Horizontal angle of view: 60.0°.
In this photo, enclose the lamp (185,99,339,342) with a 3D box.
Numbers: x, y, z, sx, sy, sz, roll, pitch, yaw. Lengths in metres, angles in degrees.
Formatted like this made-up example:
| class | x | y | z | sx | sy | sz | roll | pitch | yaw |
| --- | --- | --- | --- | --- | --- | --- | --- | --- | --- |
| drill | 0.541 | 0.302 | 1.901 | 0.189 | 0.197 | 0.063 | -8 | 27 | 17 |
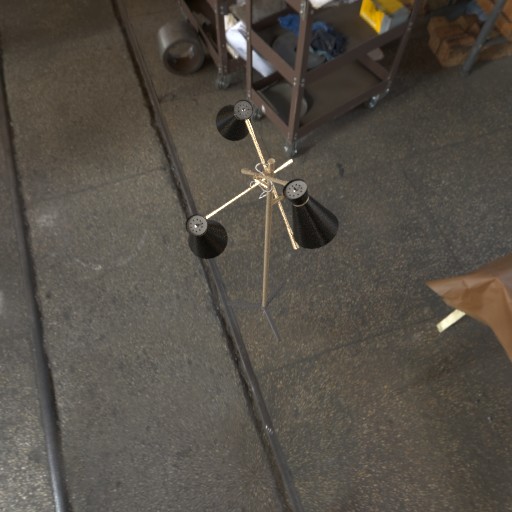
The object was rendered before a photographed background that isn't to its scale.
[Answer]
| class | x | y | z | sx | sy | sz | roll | pitch | yaw |
| --- | --- | --- | --- | --- | --- | --- | --- | --- | --- |
| lamp | 0.000 | 0.000 | 2.184 | 0.750 | 1.804 | 0.653 | 34 | 68 | 16 |
